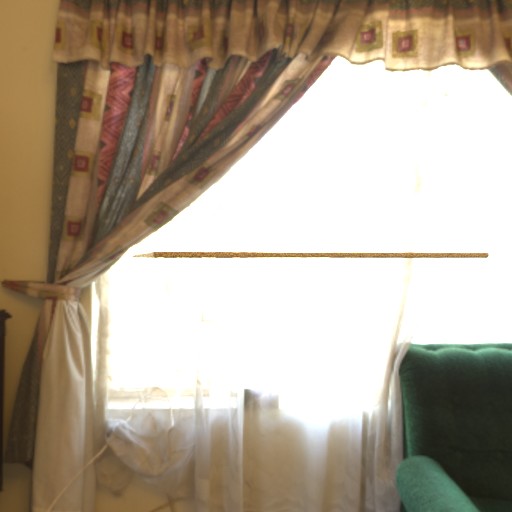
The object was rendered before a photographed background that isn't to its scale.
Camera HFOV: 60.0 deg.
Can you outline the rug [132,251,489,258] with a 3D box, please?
[{"bbox_3d":[0.000,0.000,2.922,1.500,0.025,2.346,0,0,-17],"label":"rug"}]
